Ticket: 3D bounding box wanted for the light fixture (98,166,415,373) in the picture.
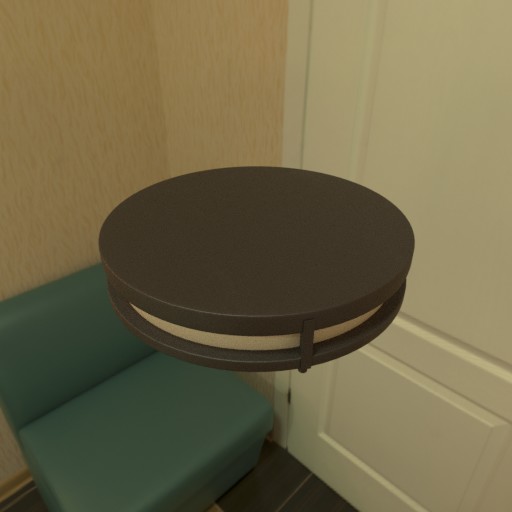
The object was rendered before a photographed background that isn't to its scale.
[{"bbox_3d":[0.000,0.000,0.544,0.356,0.102,0.356,0,32,0],"label":"light fixture"}]
